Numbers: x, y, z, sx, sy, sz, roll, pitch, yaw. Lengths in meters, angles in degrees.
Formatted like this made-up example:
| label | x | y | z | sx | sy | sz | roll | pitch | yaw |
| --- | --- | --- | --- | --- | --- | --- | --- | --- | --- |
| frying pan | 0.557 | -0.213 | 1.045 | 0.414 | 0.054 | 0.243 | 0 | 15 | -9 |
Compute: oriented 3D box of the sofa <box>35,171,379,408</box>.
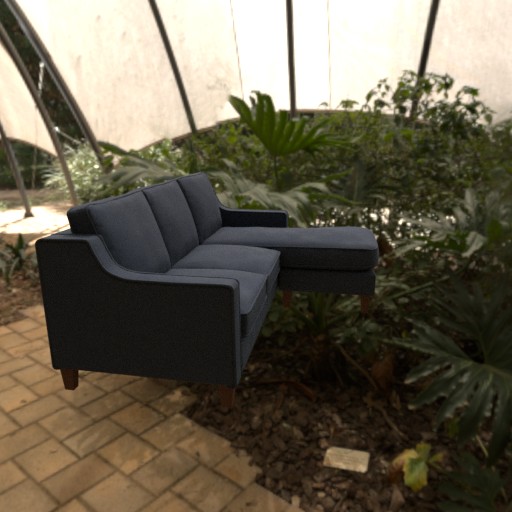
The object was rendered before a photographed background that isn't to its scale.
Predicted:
| label | x | y | z | sx | sy | sz | roll | pitch | yaw |
| --- | --- | --- | --- | --- | --- | --- | --- | --- | --- |
| sofa | 0.000 | 0.000 | 3.264 | 1.858 | 1.066 | 2.317 | 3 | 15 | 10 |
